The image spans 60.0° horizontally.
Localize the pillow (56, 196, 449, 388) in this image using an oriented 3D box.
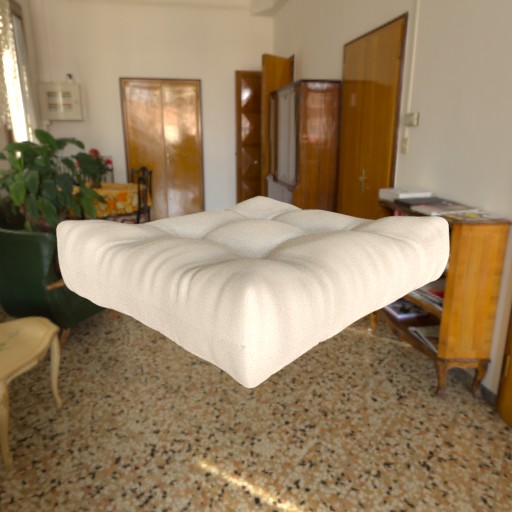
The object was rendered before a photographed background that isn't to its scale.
[{"bbox_3d":[0.000,0.000,0.734,0.468,0.128,0.490,14,21,42],"label":"pillow"}]
